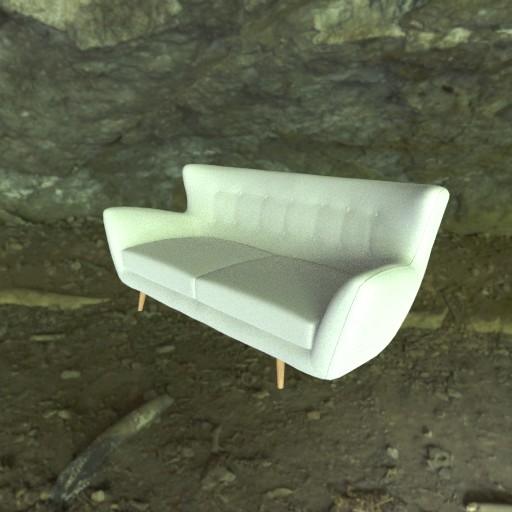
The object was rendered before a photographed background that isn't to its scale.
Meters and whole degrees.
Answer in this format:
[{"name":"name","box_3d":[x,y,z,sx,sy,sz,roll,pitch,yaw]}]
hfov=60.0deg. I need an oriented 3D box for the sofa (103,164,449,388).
[{"name":"sofa","box_3d":[0.000,0.000,2.464,0.899,0.890,1.930,-15,22,-42]}]
